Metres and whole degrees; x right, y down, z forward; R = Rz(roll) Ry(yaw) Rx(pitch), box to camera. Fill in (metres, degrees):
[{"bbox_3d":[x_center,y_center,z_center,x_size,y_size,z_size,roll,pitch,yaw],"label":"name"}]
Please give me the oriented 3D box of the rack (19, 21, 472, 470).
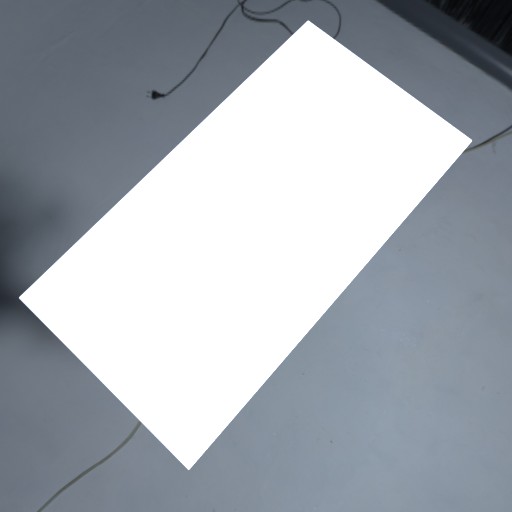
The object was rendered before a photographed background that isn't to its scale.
[{"bbox_3d":[0.000,0.000,1.629,0.613,0.880,1.159,41,79,10],"label":"rack"}]
